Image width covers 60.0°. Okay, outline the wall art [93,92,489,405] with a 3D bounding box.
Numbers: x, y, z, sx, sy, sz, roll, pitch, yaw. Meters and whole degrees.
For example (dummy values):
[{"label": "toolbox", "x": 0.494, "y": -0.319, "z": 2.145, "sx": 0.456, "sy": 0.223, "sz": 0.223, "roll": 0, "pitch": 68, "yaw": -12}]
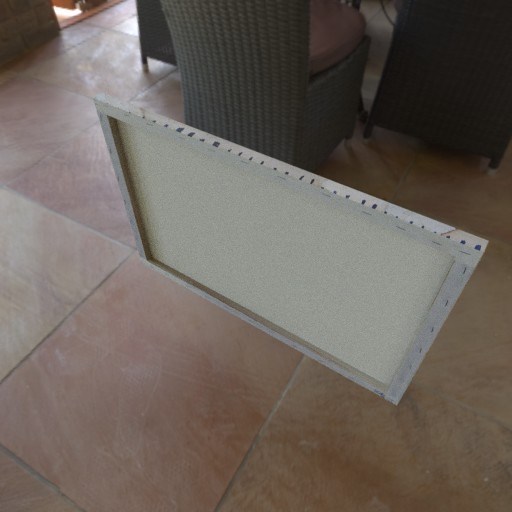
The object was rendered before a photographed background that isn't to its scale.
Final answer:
[{"label": "wall art", "x": 0.000, "y": 0.000, "z": 1.408, "sx": 1.143, "sy": 0.757, "sz": 0.038, "roll": 26, "pitch": 53, "yaw": 21}]
